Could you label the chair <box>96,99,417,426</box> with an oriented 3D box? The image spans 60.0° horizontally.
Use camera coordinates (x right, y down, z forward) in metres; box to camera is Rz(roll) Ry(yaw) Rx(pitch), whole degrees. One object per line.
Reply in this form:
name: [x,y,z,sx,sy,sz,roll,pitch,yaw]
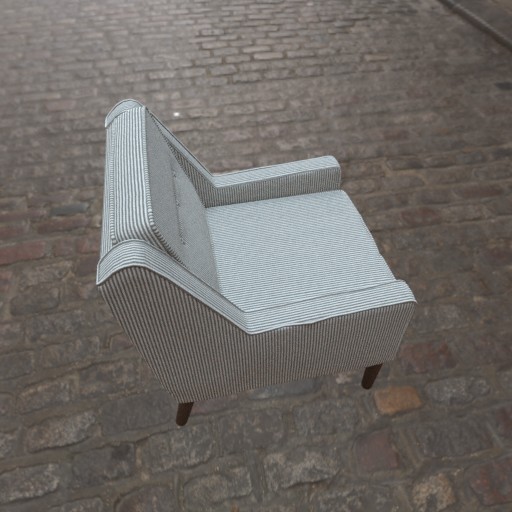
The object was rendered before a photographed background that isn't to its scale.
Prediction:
chair: [0.000,0.000,1.328,0.743,0.792,0.663,-9,47,-8]
